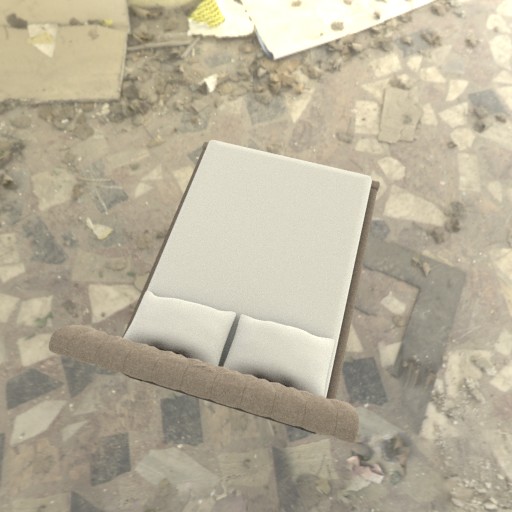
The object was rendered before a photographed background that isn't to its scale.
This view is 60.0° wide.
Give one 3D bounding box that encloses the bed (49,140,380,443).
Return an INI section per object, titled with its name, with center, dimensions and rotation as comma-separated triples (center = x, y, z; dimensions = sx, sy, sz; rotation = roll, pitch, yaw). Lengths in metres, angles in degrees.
[bed]
center = 0.000, 0.000, 3.284
dimensions = 1.645, 1.371, 2.252
rotation = 15, 66, 7
